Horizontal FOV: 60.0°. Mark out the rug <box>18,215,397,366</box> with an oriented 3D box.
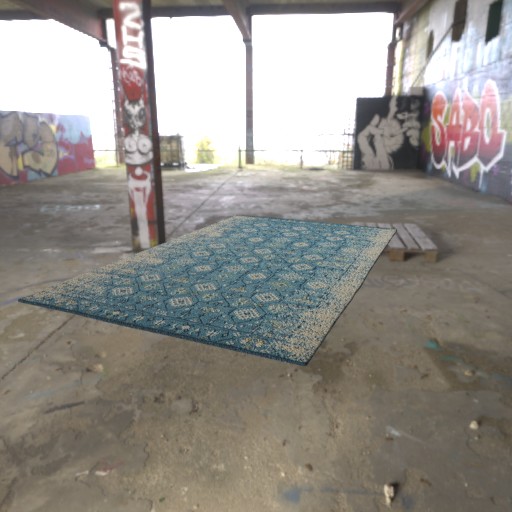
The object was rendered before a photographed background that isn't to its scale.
[{"bbox_3d":[0.000,0.000,2.980,1.530,0.015,2.449,7,18,23],"label":"rug"}]
